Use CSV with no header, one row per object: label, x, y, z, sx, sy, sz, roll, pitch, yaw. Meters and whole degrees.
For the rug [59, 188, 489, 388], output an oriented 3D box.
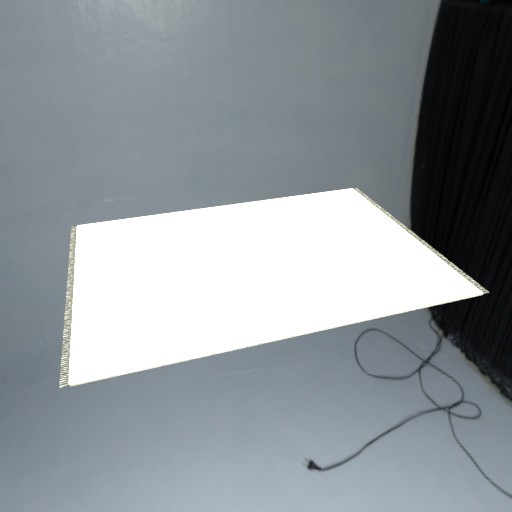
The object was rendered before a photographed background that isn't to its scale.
rug,0.000,0.000,2.779,2.233,0.011,1.514,-10,33,-15
